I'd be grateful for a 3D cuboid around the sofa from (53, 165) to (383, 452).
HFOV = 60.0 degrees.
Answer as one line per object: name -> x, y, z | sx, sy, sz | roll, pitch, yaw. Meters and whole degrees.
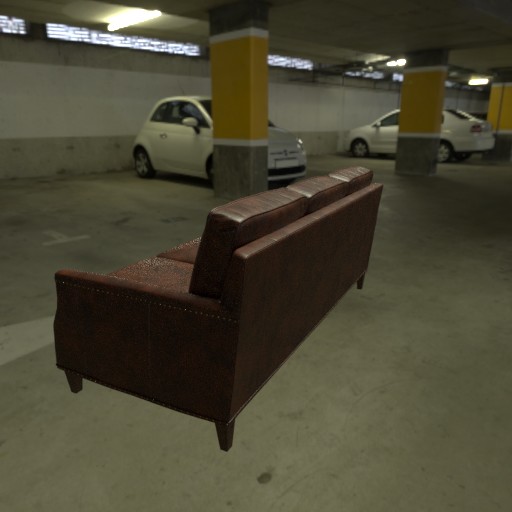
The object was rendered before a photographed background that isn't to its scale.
sofa -> 0.000, 0.000, 2.783 | 1.084, 1.003, 2.240 | 9, 19, 26
